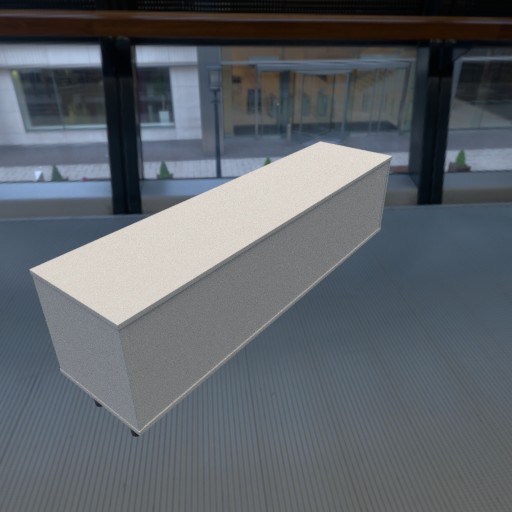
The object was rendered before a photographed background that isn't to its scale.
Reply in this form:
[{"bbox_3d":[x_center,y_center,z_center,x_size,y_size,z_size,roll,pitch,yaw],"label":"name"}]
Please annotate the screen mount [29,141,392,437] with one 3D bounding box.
[{"bbox_3d":[0.000,0.000,1.829,0.418,0.520,1.600,22,37,32],"label":"screen mount"}]
